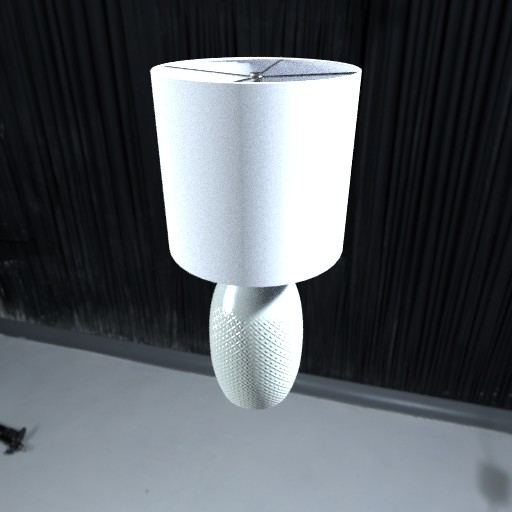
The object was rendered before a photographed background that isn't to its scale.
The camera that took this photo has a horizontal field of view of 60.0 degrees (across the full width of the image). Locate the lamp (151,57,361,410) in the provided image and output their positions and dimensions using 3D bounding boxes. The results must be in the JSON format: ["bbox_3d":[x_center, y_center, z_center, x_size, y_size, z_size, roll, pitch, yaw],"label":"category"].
[{"bbox_3d":[0.000,0.000,0.575,0.217,0.453,0.217,8,30,13],"label":"lamp"}]
